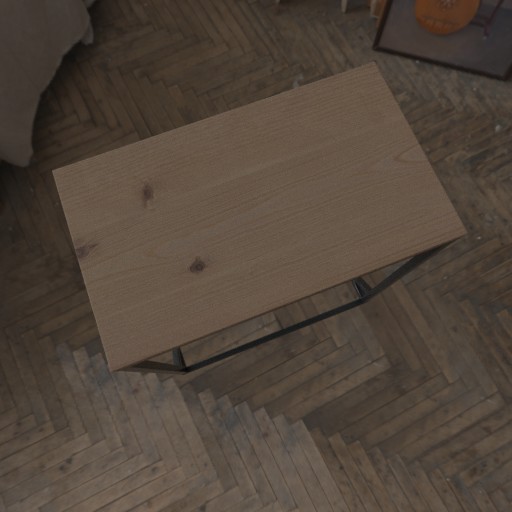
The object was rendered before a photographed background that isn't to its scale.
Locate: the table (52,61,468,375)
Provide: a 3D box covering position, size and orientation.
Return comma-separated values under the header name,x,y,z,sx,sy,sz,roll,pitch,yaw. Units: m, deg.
name,x,y,z,sx,sy,sz,roll,pitch,yaw
table,0.000,0.000,1.052,0.597,0.673,0.351,-21,76,-6
